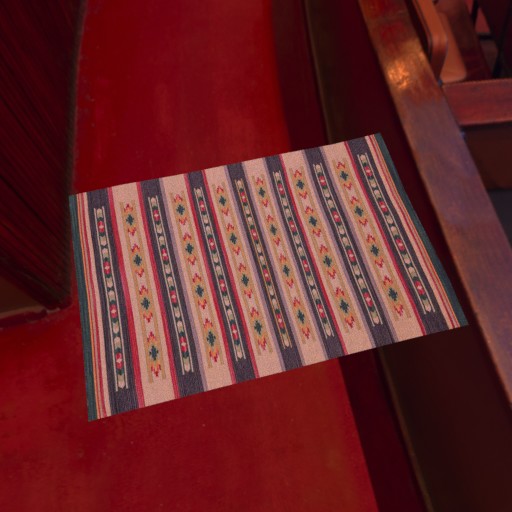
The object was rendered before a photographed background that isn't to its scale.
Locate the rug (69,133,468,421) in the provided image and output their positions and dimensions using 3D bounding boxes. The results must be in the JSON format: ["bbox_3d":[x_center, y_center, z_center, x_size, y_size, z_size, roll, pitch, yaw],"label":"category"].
[{"bbox_3d":[0.000,0.000,2.897,2.311,0.010,1.522,-13,66,-6],"label":"rug"}]
